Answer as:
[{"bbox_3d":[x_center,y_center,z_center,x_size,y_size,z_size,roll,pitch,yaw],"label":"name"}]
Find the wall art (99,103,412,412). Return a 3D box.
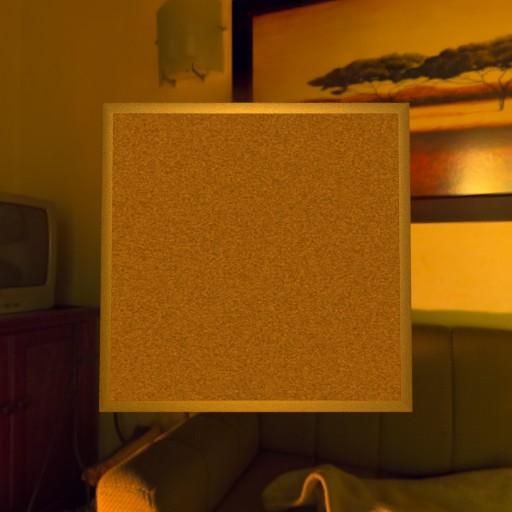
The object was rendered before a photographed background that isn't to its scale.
[{"bbox_3d":[0.000,0.000,1.115,0.767,0.765,0.036,0,-2,0],"label":"wall art"}]
